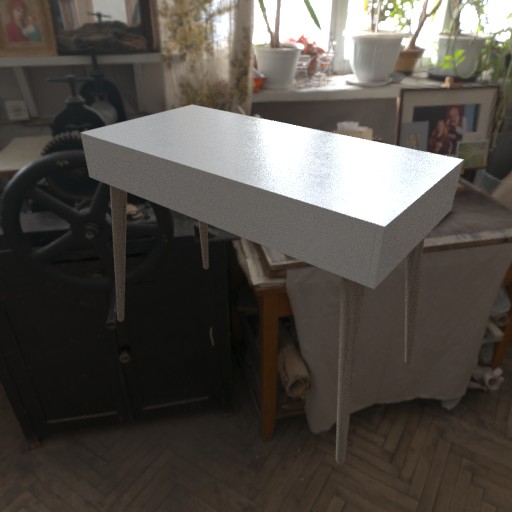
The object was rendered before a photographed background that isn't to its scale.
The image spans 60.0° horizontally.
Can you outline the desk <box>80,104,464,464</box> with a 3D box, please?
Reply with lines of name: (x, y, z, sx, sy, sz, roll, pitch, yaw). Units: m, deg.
desk: (0.000, 0.000, 1.420, 0.979, 0.723, 0.491, 23, 38, 32)
